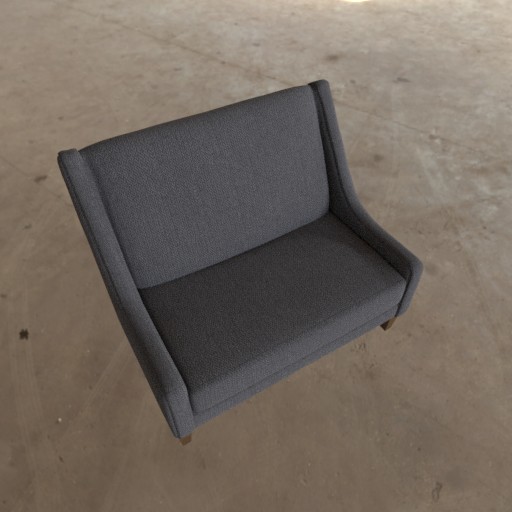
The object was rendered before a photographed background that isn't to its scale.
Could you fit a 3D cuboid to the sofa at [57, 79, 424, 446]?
[{"bbox_3d":[0.000,0.000,1.942,1.242,1.022,0.873,-23,50,-21],"label":"sofa"}]
